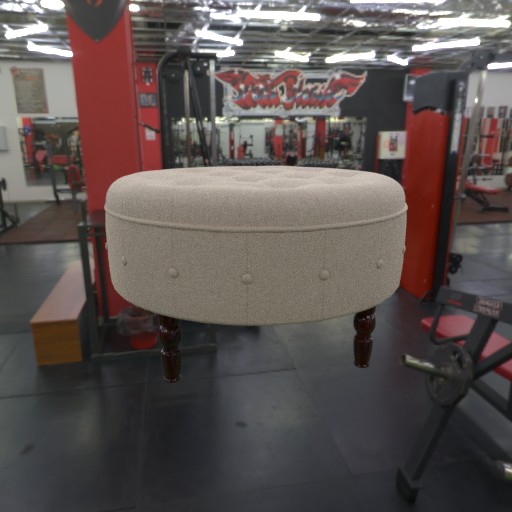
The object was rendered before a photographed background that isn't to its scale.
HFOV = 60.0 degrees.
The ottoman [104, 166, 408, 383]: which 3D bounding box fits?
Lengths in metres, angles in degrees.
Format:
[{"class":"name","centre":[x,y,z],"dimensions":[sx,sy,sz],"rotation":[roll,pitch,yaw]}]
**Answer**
[{"class":"ottoman","centre":[0.000,0.000,1.347],"dimensions":[0.848,0.494,0.848],"rotation":[0,15,0]}]
